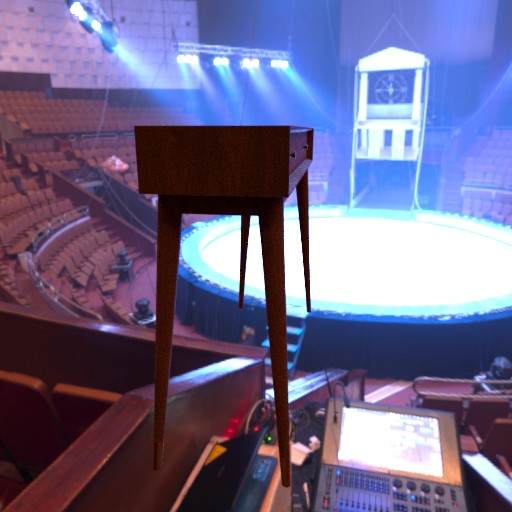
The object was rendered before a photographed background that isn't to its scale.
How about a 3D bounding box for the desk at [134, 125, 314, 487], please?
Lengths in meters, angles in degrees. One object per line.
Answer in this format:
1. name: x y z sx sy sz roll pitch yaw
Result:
1. desk: 0.000 0.000 1.643 0.384 0.917 1.204 3 16 9
